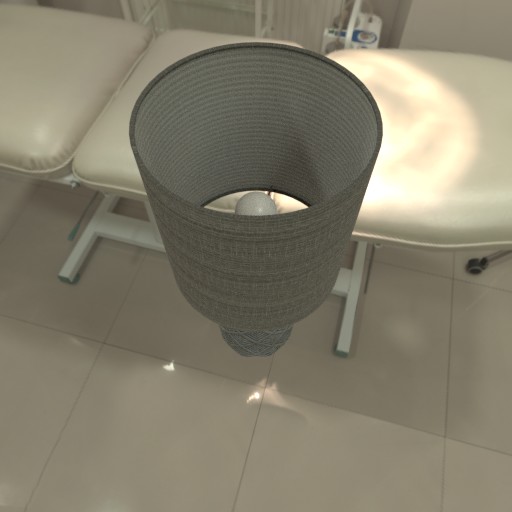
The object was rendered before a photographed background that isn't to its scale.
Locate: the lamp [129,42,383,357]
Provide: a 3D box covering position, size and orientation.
[{"bbox_3d":[0.000,0.000,0.714,0.268,0.566,0.269,13,59,8],"label":"lamp"}]
